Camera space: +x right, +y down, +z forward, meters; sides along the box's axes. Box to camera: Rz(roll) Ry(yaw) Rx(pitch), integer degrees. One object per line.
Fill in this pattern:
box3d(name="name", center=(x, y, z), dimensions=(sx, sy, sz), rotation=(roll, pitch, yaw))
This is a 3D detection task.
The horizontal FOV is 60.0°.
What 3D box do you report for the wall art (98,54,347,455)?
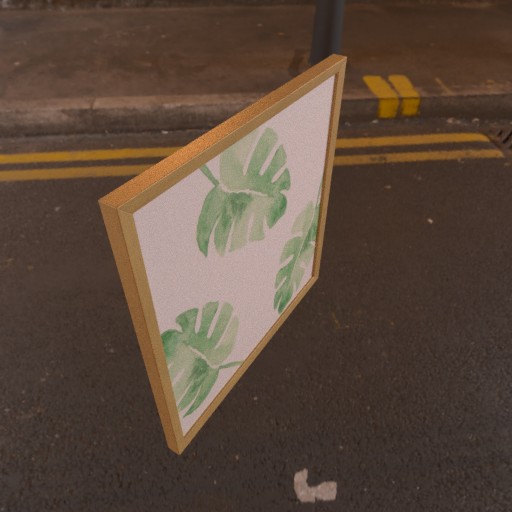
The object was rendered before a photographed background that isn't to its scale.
box3d(name="wall art", center=(0.000, 0.000, 1.111), dimensions=(0.037, 0.763, 0.763), rotation=(23, 47, 24))
